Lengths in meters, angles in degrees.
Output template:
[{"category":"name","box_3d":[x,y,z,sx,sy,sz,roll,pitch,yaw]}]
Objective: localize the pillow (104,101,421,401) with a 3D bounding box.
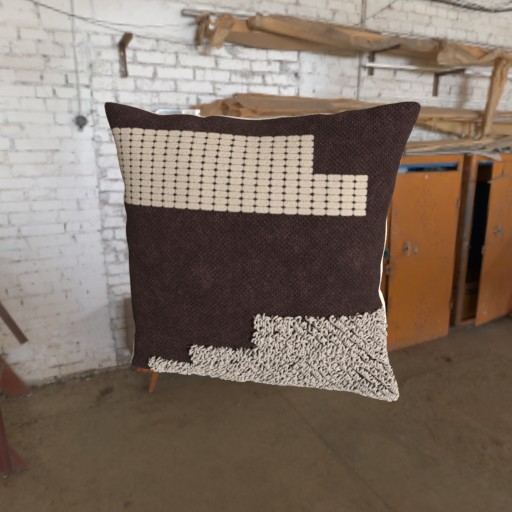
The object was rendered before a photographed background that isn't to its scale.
[{"category":"pillow","box_3d":[0.000,0.000,0.711,0.475,0.473,0.178,3,15,10]}]
